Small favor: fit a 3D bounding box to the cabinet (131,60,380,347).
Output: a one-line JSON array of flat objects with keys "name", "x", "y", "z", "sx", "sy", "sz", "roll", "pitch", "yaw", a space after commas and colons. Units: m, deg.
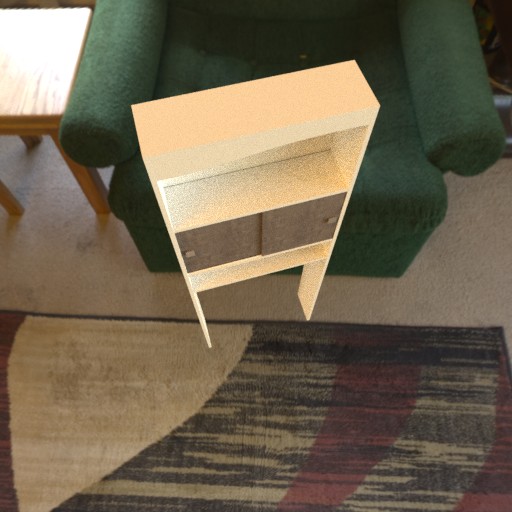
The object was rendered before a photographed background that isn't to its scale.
[{"name": "cabinet", "x": 0.000, "y": 0.000, "z": 1.978, "sx": 0.643, "sy": 1.770, "sz": 0.192, "roll": -14, "pitch": 64, "yaw": -7}]
